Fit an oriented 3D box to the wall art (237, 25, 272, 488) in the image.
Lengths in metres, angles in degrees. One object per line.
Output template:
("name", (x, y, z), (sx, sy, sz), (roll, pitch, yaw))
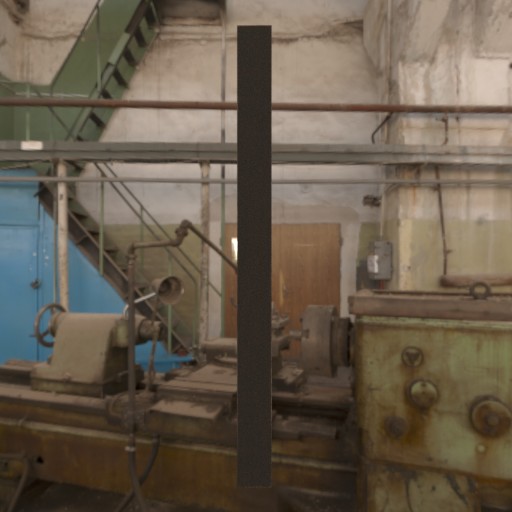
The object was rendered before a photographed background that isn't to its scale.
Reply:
("wall art", (0.000, 0.000, 0.741), (0.038, 0.508, 0.508), (0, 0, 0))
